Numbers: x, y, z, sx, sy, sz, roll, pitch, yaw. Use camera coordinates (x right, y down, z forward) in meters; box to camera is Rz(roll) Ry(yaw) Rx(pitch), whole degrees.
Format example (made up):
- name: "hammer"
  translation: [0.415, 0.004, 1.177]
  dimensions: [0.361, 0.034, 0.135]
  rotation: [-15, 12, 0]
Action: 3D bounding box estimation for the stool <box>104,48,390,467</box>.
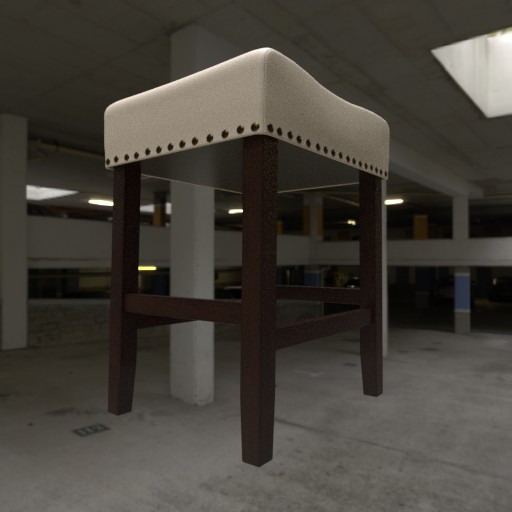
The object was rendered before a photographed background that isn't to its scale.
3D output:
- name: "stool"
  translation: [0.000, 0.000, 0.923]
  dimensions: [0.401, 0.609, 0.471]
  rotation: [0, -1, 38]
